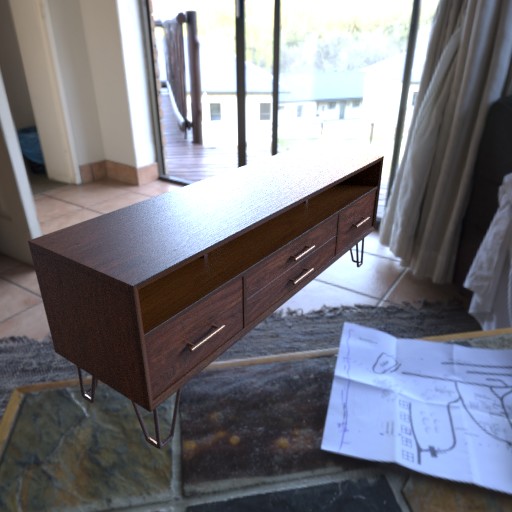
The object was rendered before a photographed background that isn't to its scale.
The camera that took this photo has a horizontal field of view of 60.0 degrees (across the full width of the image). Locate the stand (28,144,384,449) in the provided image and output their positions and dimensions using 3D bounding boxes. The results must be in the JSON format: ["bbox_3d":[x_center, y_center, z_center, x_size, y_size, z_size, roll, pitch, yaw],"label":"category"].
[{"bbox_3d":[0.000,0.000,1.897,0.481,0.610,1.626,17,31,31],"label":"stand"}]
